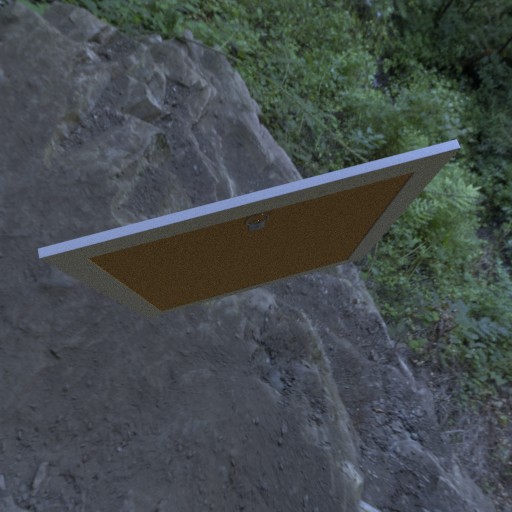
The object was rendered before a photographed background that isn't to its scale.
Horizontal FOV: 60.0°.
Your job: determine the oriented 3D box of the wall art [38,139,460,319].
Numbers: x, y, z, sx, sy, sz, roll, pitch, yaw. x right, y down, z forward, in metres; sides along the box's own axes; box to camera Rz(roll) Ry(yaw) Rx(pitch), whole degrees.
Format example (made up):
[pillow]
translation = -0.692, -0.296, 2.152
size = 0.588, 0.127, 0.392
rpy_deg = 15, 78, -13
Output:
[wall art]
translation = 0.000, 0.000, 0.858
size = 0.572, 0.577, 0.015
rpy_deg = -15, 75, -4
